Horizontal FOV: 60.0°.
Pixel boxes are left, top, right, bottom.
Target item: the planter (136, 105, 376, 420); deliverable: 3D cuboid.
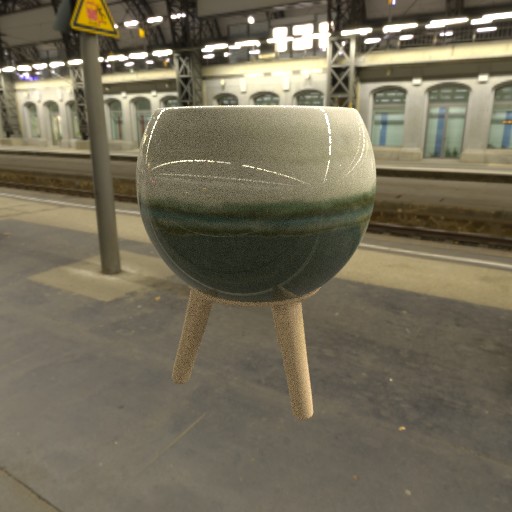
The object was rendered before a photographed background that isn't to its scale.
[{"bbox_3d":[0.000,0.000,0.443,0.222,0.278,0.222,0,16,0],"label":"planter"}]
